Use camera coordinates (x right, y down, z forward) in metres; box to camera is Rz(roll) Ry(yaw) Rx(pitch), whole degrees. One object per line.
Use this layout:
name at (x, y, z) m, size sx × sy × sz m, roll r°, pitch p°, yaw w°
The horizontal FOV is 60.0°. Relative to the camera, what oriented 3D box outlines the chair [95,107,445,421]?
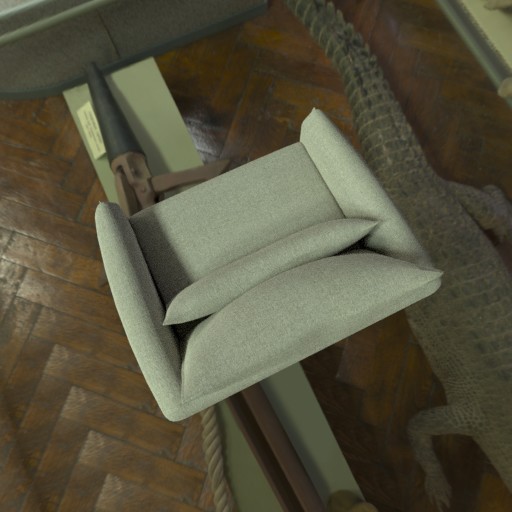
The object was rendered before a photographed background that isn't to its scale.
chair at (0.000, 0.000, 1.628) m, size 1.029 × 0.856 × 0.801 m, roll -25°, pitch 76°, yaw -7°
